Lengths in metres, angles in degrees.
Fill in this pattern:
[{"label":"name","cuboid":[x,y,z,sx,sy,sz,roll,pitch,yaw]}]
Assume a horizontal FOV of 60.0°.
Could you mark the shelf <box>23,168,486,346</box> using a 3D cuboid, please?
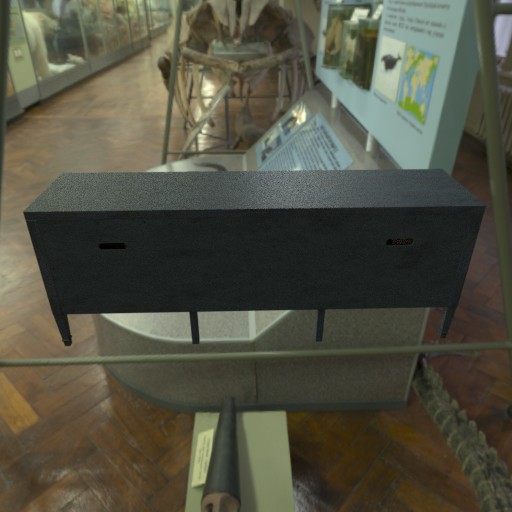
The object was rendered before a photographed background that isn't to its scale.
[{"label":"shelf","cuboid":[0.000,0.000,2.179,1.878,0.715,0.471,-1,30,-2]}]
